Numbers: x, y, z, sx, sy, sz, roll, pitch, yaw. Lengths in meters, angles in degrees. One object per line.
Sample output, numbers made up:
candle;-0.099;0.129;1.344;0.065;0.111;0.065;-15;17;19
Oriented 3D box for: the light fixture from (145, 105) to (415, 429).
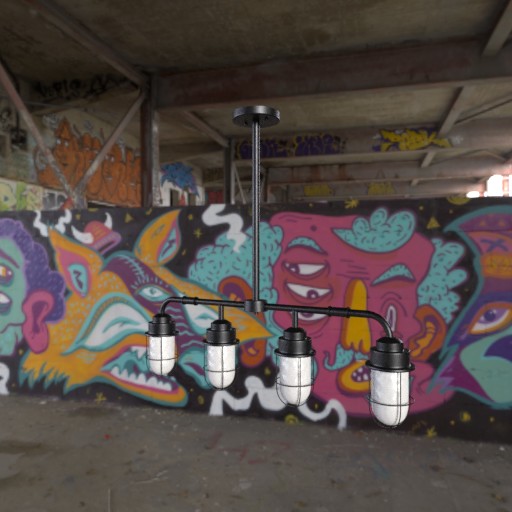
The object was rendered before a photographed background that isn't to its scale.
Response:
light fixture;0.000;0.000;1.222;0.852;0.785;0.131;0;0;35
